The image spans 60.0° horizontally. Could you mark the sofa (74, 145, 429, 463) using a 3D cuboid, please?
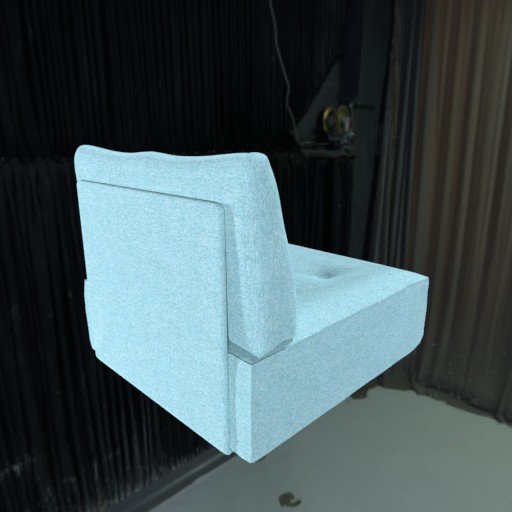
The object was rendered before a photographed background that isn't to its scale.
[{"bbox_3d":[0.000,0.000,1.688,1.000,0.820,0.930,-15,21,-43],"label":"sofa"}]
